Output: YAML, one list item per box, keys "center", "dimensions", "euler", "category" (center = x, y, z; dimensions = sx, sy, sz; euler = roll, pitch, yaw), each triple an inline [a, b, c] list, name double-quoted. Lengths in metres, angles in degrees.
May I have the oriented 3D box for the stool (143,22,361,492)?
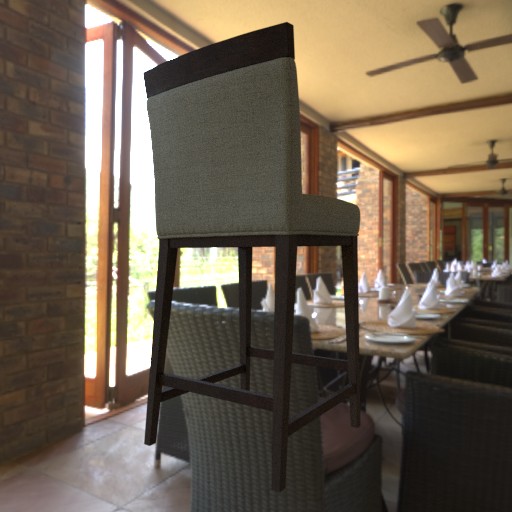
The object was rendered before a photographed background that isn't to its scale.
- center: [0.000, 0.000, 1.383]
  dimensions: [0.511, 1.117, 0.531]
  euler: [0, 0, 35]
  category: "stool"
